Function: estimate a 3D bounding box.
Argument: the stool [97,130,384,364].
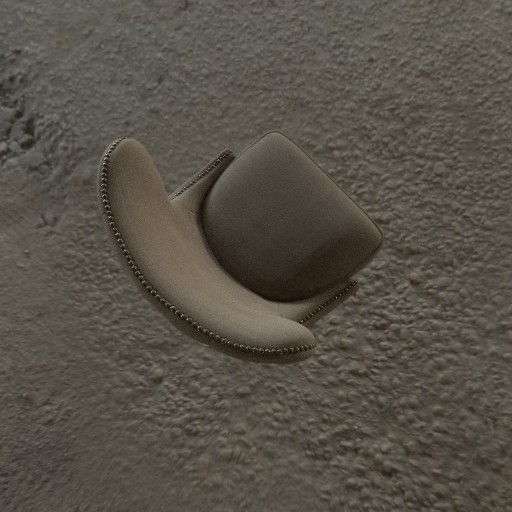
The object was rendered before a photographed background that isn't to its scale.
[{"bbox_3d":[0.000,0.000,1.344,0.597,0.972,0.615,-40,78,-10],"label":"stool"}]
